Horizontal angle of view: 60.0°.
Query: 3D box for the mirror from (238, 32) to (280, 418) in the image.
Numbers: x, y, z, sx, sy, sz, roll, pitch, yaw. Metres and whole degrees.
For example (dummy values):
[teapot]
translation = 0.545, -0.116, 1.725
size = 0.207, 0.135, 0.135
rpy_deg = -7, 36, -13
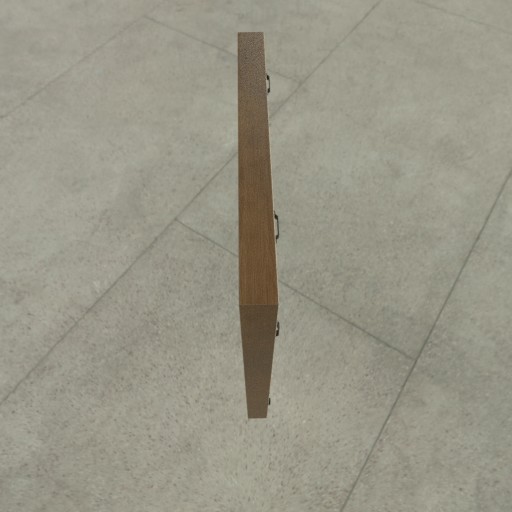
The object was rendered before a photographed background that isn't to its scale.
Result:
[mirror]
translation = 0.000, 0.000, 0.717
size = 0.041, 0.509, 0.406
rpy_deg = -1, 59, -1
